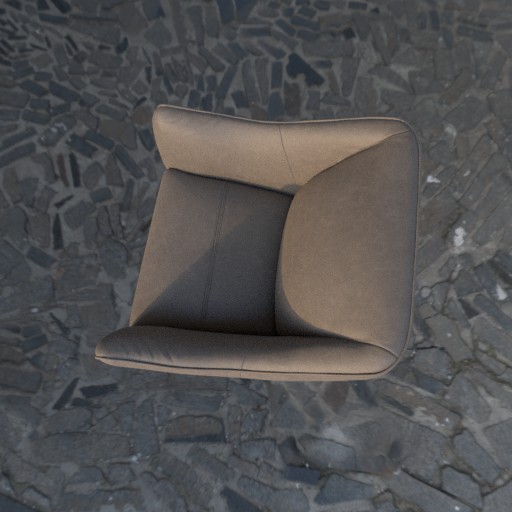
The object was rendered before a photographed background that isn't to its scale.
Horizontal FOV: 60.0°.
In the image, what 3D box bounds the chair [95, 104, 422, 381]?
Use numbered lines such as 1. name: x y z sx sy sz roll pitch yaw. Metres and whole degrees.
1. chair: 0.000 0.000 1.547 0.852 0.830 0.871 8 74 2
